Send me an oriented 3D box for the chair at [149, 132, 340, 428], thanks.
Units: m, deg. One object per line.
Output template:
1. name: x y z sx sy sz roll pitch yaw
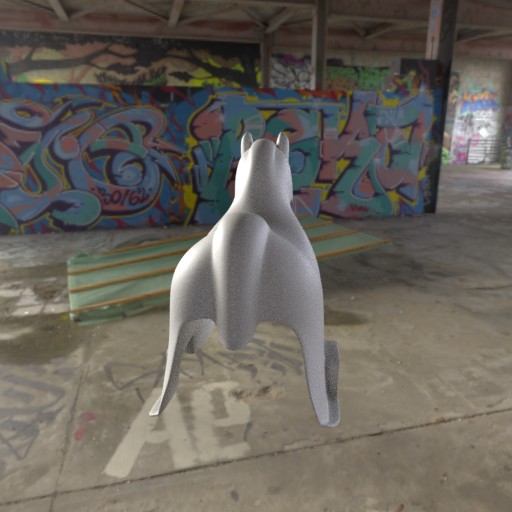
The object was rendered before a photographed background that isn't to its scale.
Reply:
1. chair: 0.000 0.000 1.133 0.429 0.612 0.800 2 16 6
